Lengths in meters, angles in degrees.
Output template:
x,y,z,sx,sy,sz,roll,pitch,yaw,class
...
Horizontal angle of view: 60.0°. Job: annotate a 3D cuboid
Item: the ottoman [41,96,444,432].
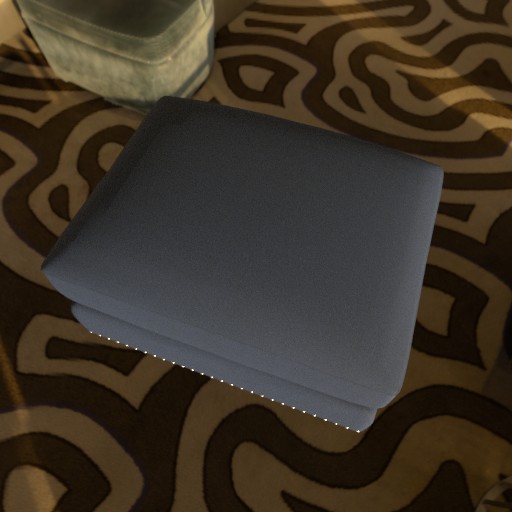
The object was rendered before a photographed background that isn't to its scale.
x,y,z,sx,sy,sz,roll,pitch,yaw,class
0.000,0.000,1.112,0.741,0.513,0.584,17,61,10,ottoman
